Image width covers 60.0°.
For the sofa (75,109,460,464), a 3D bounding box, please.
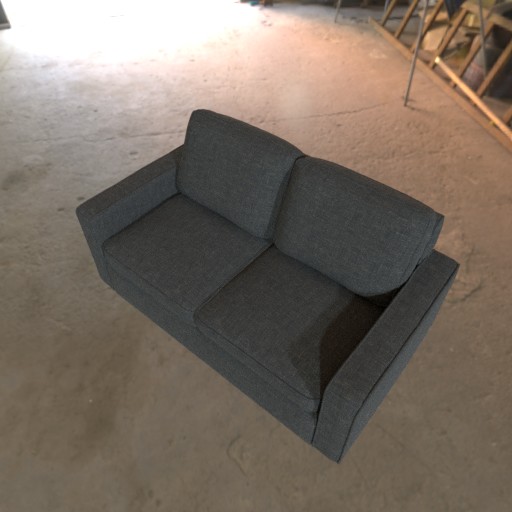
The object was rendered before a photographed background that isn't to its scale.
[{"bbox_3d":[0.000,0.000,2.252,1.709,0.918,0.947,31,54,26],"label":"sofa"}]
